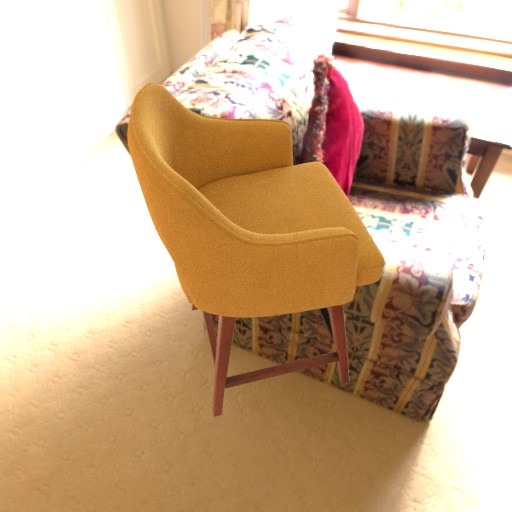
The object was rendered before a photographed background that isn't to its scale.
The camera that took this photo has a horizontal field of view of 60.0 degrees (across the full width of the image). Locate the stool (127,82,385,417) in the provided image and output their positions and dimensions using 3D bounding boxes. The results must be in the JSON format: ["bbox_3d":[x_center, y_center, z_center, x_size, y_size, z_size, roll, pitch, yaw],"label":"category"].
[{"bbox_3d":[0.000,0.000,1.283,0.558,0.924,0.548,-11,47,-10],"label":"stool"}]
